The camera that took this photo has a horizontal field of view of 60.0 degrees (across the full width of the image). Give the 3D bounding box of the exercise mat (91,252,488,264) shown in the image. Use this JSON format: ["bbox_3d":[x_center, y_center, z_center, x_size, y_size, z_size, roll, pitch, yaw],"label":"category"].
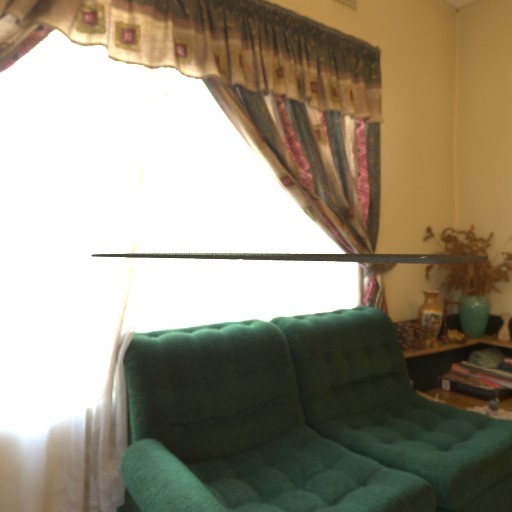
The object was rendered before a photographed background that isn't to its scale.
[{"bbox_3d":[0.000,0.000,2.077,1.869,0.021,0.616,1,1,38],"label":"exercise mat"}]
